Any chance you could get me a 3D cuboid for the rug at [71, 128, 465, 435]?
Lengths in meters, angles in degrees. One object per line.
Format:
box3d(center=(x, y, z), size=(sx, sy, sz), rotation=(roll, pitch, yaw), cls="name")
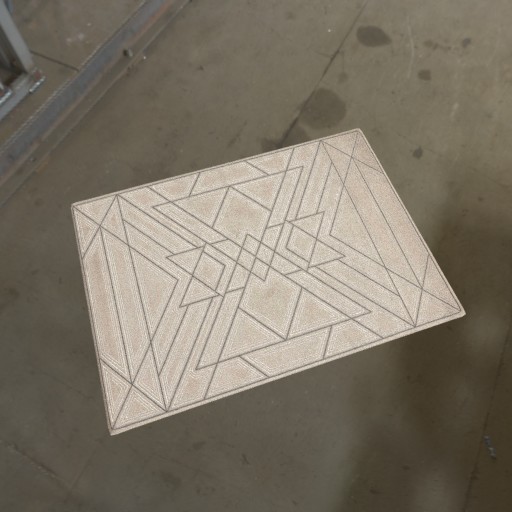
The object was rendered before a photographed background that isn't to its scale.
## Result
box3d(center=(0.000, 0.000, 4.462), size=(3.381, 0.026, 2.436), rotation=(-17, 65, -8), cls="rug")
